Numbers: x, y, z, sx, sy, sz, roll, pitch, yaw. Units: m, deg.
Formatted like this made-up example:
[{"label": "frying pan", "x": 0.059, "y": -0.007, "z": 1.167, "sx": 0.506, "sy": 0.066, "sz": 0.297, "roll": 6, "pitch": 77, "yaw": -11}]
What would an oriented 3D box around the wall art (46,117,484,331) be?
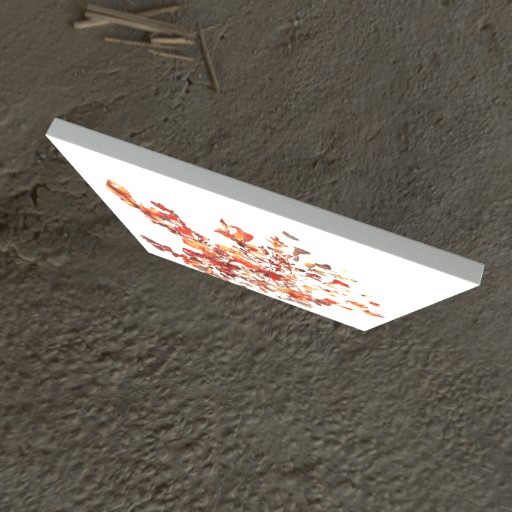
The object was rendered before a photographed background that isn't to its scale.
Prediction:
[{"label": "wall art", "x": 0.000, "y": 0.000, "z": 1.093, "sx": 0.757, "sy": 0.757, "sz": 0.037, "roll": 20, "pitch": 76, "yaw": 5}]
